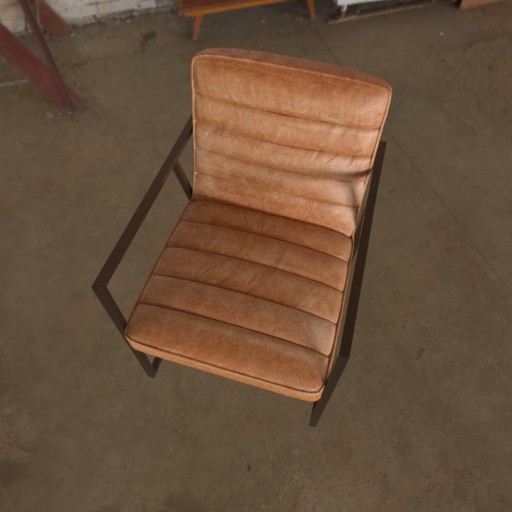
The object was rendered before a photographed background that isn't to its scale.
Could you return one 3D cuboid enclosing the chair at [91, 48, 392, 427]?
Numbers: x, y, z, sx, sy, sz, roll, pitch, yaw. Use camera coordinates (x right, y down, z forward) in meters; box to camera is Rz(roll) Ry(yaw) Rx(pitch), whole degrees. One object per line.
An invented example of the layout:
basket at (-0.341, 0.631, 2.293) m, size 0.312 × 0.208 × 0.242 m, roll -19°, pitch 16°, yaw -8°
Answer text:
chair at (0.000, 0.000, 1.243) m, size 0.571 × 0.832 × 0.677 m, roll 14°, pitch 58°, yaw 9°
